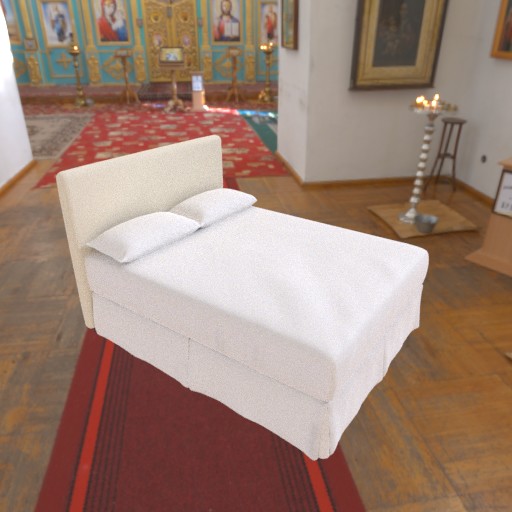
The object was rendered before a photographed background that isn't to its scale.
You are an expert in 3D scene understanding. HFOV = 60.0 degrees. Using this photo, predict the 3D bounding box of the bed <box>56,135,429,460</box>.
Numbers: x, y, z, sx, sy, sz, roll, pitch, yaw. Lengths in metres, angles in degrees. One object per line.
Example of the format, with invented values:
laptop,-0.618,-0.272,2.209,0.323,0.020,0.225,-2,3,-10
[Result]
bed,0.000,0.000,3.306,2.147,1.330,1.714,17,31,32
